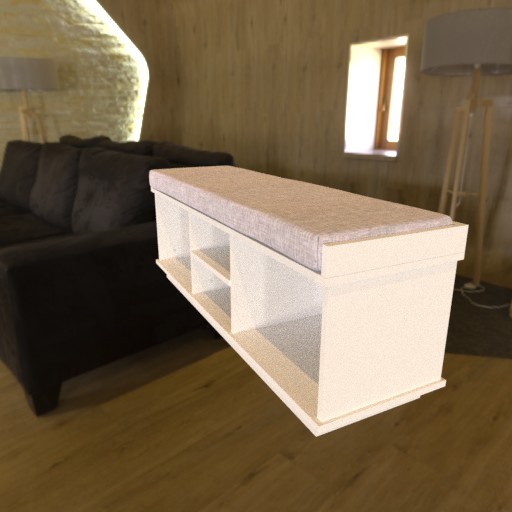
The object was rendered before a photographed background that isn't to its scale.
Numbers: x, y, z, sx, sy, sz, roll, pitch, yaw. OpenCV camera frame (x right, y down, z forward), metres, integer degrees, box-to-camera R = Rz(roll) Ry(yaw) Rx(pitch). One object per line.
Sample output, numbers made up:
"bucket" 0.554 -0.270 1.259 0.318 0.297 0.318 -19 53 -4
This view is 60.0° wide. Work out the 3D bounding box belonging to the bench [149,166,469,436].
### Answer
"bench" 0.000 0.000 1.395 0.363 0.453 1.196 -9 19 -26
